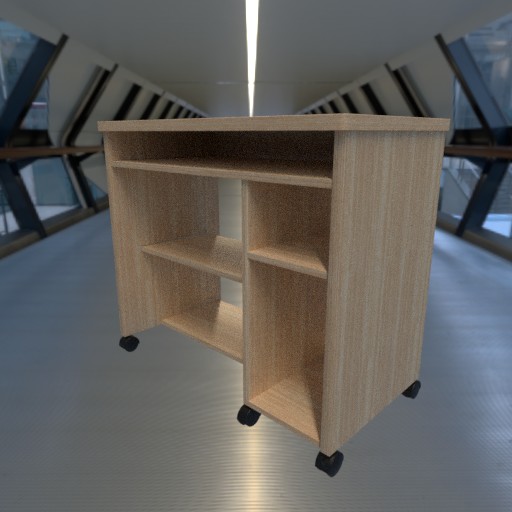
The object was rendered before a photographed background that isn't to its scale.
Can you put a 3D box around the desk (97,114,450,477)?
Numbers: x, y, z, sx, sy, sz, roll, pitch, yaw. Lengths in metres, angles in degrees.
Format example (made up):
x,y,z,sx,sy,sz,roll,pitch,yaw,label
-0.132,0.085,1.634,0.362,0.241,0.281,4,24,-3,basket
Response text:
x,y,z,sx,sy,sz,roll,pitch,yaw,label
0.000,0.000,1.318,0.884,0.770,0.480,14,21,42,desk
